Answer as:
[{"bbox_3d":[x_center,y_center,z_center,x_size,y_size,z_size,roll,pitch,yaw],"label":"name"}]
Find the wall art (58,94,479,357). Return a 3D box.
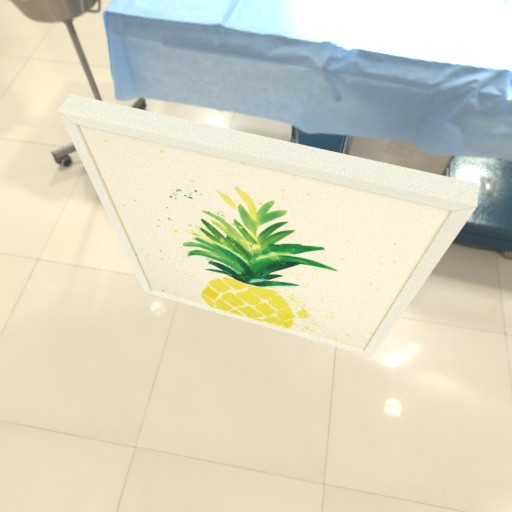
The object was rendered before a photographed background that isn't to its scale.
[{"bbox_3d":[0.000,0.000,0.447,0.307,0.307,0.020,15,60,9],"label":"wall art"}]
